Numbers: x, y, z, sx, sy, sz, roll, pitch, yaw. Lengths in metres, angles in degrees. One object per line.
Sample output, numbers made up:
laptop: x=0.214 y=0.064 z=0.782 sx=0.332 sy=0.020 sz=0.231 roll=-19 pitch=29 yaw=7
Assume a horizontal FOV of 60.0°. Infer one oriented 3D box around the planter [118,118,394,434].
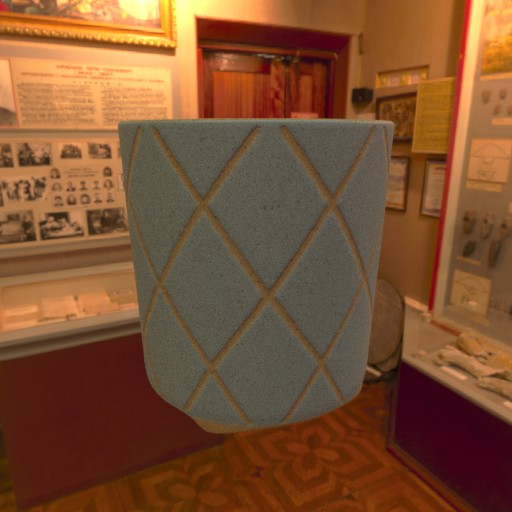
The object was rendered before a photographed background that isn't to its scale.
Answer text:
planter: x=0.000 y=0.000 z=0.345 sx=0.191 sy=0.200 sz=0.191 roll=0 pitch=16 yaw=0
